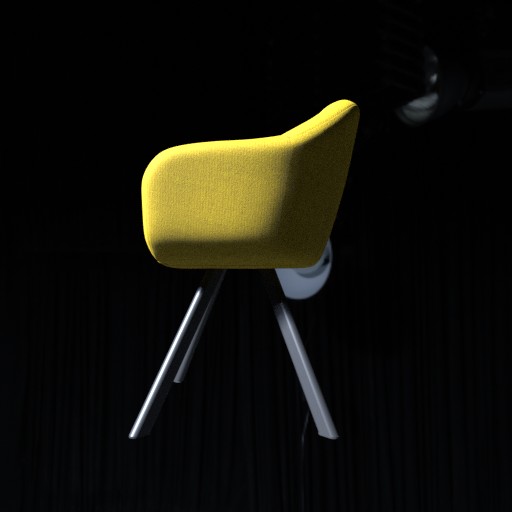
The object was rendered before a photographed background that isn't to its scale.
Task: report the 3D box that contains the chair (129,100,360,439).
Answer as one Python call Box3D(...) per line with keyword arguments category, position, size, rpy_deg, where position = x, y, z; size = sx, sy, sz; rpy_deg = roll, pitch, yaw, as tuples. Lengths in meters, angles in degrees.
Box3D(category="chair", position=(0.000, 0.000, 1.206), size=(0.550, 0.795, 0.590), rpy_deg=(0, -1, 0))
